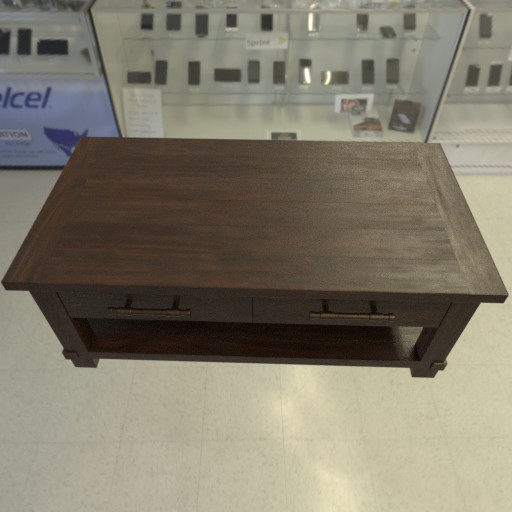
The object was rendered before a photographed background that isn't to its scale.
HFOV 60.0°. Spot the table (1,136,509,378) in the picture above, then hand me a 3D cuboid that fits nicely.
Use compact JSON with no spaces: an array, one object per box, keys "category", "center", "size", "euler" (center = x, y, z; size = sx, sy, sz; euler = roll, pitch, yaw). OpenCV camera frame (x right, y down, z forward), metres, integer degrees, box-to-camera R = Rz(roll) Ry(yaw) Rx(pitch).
[{"category":"table","center":[0.000,0.000,1.517],"size":[1.270,0.494,0.700],"euler":[1,47,1]}]
